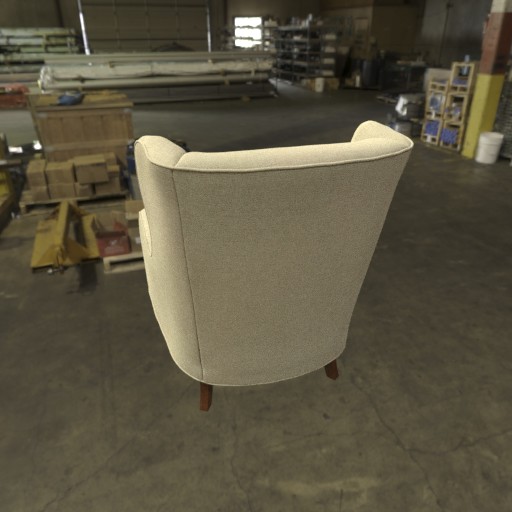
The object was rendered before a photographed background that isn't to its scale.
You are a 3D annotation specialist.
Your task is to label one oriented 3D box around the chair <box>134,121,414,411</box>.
[{"bbox_3d":[0.000,0.000,1.750,0.838,1.040,0.966,-8,28,-16],"label":"chair"}]
